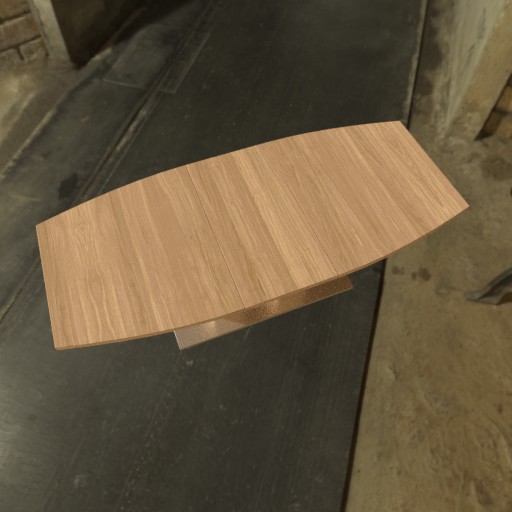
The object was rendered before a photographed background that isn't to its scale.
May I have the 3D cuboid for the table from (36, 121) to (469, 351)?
[{"bbox_3d":[0.000,0.000,2.499,2.032,0.750,0.900,-18,60,-11],"label":"table"}]
